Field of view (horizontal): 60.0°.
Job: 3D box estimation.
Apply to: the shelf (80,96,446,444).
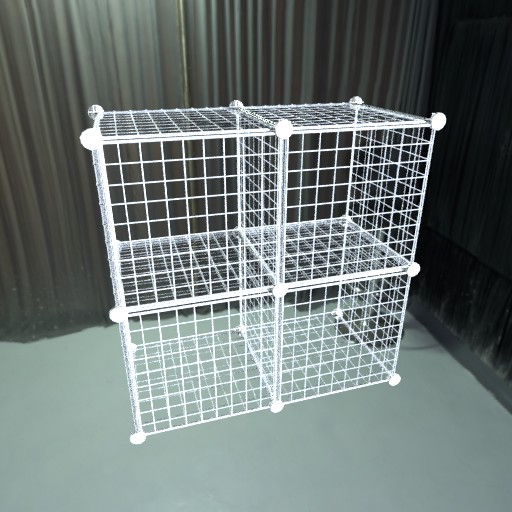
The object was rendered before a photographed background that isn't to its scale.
[{"bbox_3d":[0.000,0.000,1.121,0.711,0.711,0.356,-7,26,-15],"label":"shelf"}]
